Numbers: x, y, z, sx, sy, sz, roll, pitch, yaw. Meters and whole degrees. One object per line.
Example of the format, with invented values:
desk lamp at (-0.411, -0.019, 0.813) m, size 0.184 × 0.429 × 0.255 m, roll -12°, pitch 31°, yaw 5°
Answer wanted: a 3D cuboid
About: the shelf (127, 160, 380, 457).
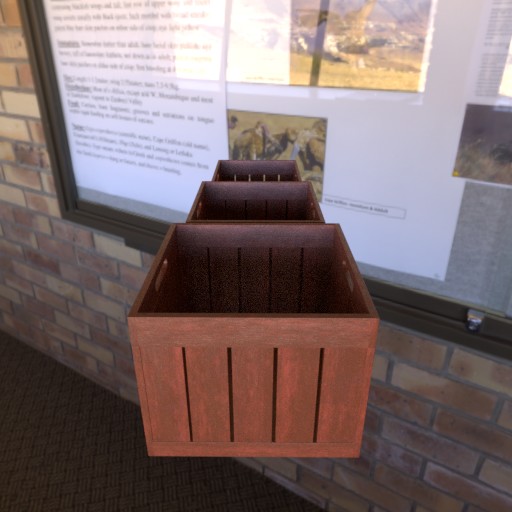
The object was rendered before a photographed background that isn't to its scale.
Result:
shelf at (0.000, 0.000, 1.235) m, size 0.393 × 0.311 × 1.064 m, roll 0°, pitch 26°, yaw 0°
